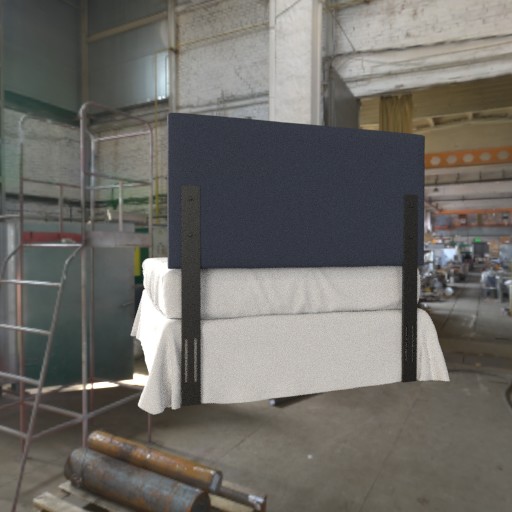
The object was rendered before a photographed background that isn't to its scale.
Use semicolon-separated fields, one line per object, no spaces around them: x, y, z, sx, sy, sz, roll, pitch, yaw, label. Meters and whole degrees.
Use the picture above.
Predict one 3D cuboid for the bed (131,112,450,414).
0.000;0.000;3.565;1.936;1.577;2.222;0;1;-17;bed
